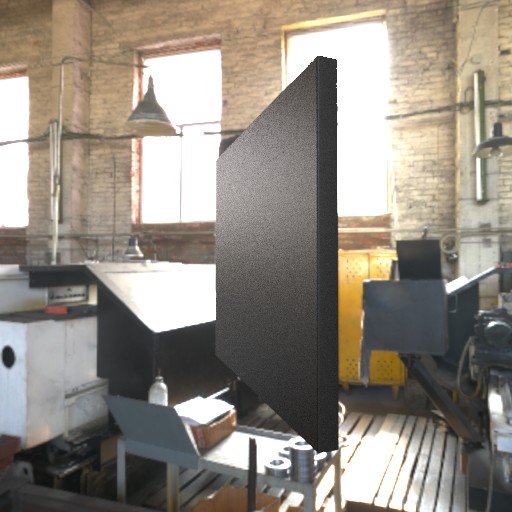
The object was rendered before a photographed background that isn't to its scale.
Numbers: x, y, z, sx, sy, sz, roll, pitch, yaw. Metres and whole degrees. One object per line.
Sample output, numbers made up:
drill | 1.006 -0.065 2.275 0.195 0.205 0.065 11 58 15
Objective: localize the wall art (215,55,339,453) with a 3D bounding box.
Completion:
wall art | 0.000 0.000 0.775 0.031 0.457 0.558 0 -1 -17
